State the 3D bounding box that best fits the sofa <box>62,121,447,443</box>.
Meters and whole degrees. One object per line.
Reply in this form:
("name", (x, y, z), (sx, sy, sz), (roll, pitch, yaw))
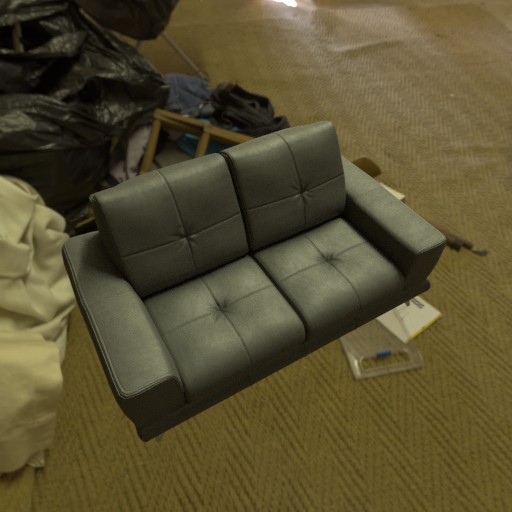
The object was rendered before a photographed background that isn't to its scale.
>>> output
("sofa", (0.000, 0.000, 2.353), (1.806, 0.907, 1.018), (-23, 51, -20))
